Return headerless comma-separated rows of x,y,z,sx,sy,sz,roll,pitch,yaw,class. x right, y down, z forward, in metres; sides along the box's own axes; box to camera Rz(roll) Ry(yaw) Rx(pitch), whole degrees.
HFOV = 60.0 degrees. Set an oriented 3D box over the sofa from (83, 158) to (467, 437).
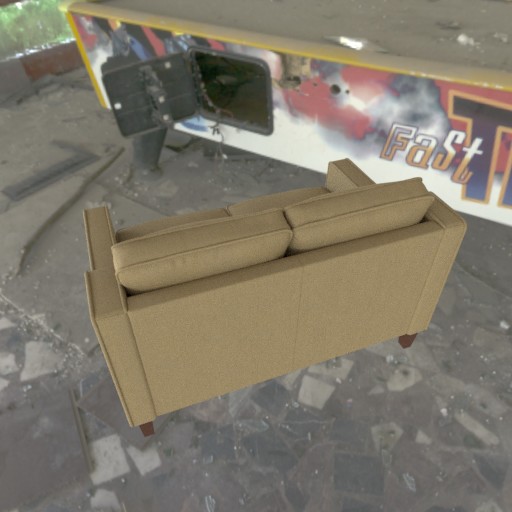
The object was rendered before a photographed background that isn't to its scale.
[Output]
0.000,0.000,2.185,1.501,0.971,0.987,-14,43,-16,sofa
